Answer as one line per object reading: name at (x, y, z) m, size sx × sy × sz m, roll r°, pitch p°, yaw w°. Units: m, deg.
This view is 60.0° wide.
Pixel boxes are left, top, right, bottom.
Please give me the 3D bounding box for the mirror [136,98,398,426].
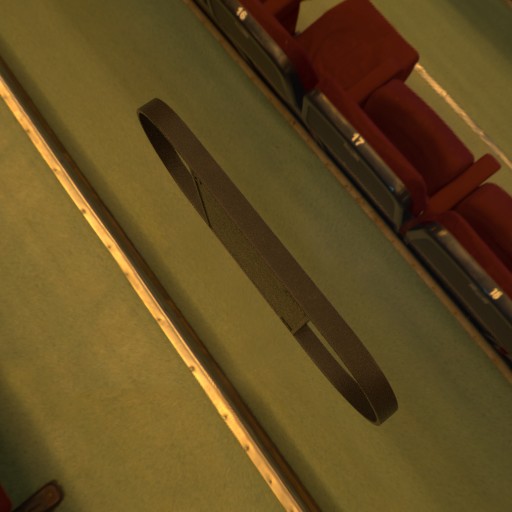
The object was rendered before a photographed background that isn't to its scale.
mirror at (0.000, 0.000, 0.672) m, size 0.032 × 0.254 × 0.584 m, roll -36°, pitch 78°, yaw -9°
